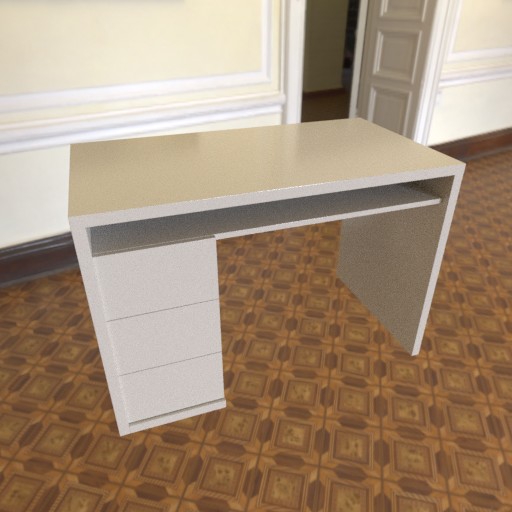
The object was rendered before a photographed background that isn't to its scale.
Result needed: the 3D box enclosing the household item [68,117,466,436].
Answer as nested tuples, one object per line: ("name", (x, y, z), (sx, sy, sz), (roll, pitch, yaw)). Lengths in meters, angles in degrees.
("household item", (0.000, 0.000, 1.579), (1.100, 0.749, 0.597), (-10, 32, -17))
